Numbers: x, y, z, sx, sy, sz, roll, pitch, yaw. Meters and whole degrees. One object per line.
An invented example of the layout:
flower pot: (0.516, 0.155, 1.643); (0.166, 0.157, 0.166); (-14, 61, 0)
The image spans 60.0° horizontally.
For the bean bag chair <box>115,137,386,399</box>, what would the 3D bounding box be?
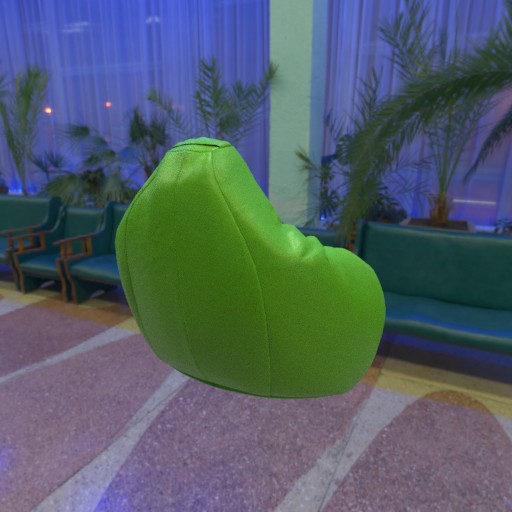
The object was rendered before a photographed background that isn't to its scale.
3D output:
bean bag chair: (0.000, 0.000, 1.880); (1.070, 0.990, 1.070); (8, 18, 27)
